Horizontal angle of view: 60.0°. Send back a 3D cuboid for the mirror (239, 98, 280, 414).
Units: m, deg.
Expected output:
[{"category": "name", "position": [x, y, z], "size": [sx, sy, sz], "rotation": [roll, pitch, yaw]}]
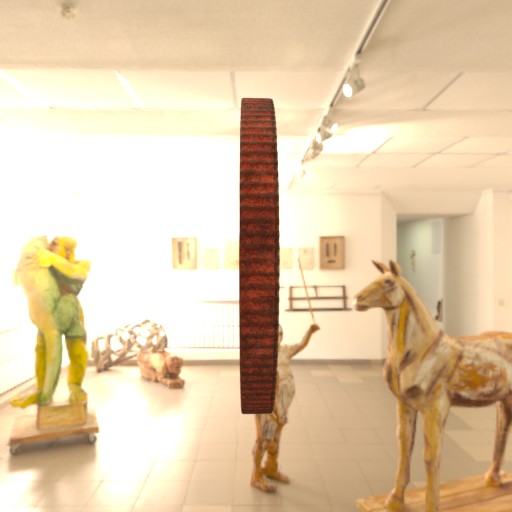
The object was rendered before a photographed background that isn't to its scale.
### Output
[{"category": "mirror", "position": [0.000, 0.000, 0.907], "size": [0.056, 0.609, 0.609], "rotation": [0, 0, -1]}]
